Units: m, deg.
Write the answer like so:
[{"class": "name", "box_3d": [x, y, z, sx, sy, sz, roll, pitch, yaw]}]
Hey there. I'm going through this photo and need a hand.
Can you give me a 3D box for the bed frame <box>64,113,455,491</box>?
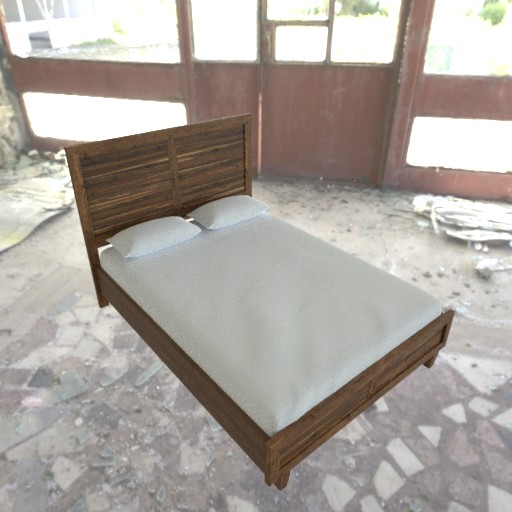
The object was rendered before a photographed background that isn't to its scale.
[{"class": "bed frame", "box_3d": [0.000, 0.000, 3.235, 1.696, 1.417, 2.276, -23, 37, -33]}]
